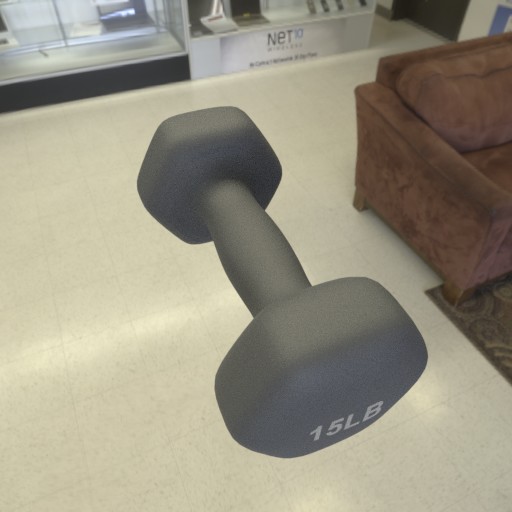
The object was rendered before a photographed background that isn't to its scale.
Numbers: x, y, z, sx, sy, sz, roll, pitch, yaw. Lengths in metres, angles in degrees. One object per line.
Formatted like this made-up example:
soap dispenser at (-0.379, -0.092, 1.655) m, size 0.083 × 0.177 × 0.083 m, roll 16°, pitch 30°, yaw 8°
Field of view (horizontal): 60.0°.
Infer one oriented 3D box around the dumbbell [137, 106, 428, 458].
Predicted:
dumbbell at (0.000, 0.000, 0.291) m, size 0.116 × 0.105 × 0.240 m, roll -16°, pitch 49°, yaw -15°
